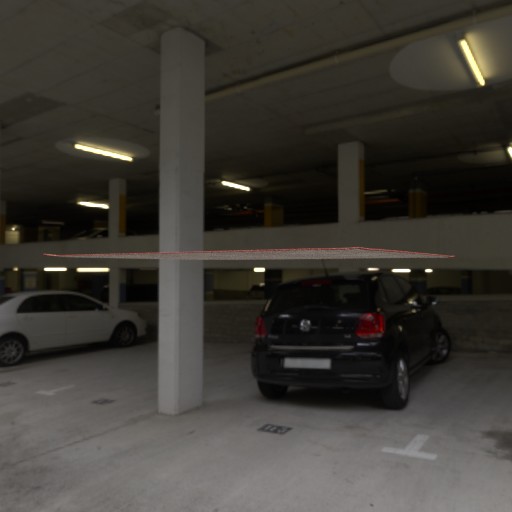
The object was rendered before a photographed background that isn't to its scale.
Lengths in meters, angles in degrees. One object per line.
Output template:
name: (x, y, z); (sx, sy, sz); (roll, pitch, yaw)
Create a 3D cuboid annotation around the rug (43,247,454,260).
rug: (0.000, 0.000, 4.244); (3.086, 0.030, 2.489); (-1, -2, 35)
